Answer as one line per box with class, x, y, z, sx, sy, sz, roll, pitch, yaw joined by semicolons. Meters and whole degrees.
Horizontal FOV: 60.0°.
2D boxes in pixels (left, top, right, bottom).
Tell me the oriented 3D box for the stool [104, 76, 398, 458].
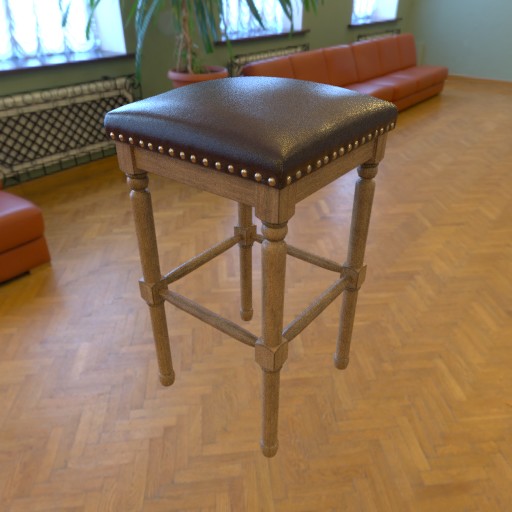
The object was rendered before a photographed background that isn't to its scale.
stool;0.000;0.000;0.948;0.383;0.702;0.382;22;38;32
